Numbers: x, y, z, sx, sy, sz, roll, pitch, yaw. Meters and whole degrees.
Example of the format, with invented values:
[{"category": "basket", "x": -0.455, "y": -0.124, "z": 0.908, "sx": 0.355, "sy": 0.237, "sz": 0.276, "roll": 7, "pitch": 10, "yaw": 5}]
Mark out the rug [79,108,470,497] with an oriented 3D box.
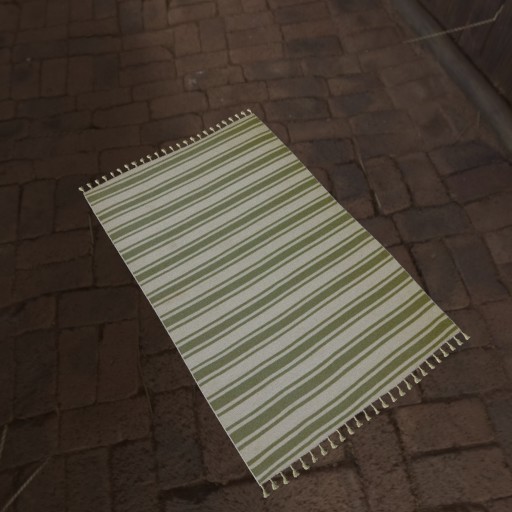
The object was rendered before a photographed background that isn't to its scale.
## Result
[{"category": "rug", "x": 0.000, "y": 0.000, "z": 2.274, "sx": 1.162, "sy": 0.013, "sz": 1.875, "roll": -30, "pitch": 64, "yaw": -17}]
